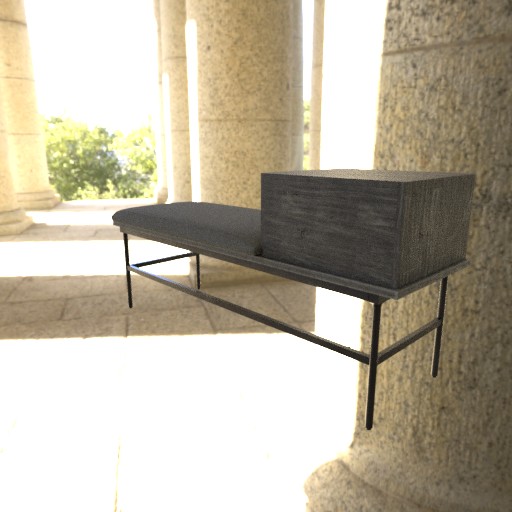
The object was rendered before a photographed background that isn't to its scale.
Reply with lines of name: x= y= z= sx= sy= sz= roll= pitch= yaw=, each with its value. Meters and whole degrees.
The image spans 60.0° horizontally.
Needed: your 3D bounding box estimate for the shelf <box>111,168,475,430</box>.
shelf: x=0.000 y=0.000 z=1.618 sx=0.457 sy=0.633 sz=1.342 roll=-13 pitch=19 yaw=-43
